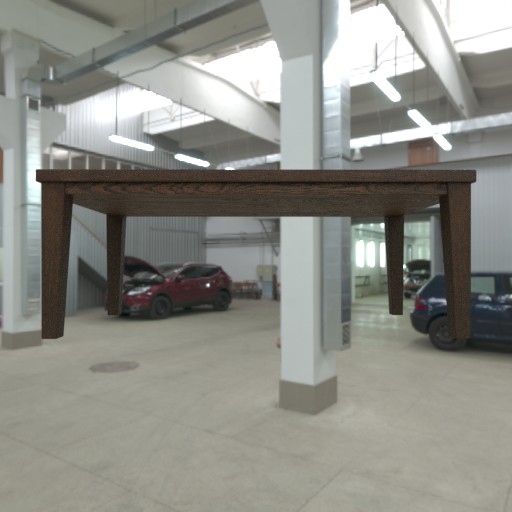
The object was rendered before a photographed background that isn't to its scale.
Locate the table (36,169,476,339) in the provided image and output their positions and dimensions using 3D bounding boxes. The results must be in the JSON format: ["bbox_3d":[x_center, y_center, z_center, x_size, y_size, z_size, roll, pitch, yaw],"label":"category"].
[{"bbox_3d":[0.000,0.000,2.490,1.981,0.762,1.016,0,-1,0],"label":"table"}]
